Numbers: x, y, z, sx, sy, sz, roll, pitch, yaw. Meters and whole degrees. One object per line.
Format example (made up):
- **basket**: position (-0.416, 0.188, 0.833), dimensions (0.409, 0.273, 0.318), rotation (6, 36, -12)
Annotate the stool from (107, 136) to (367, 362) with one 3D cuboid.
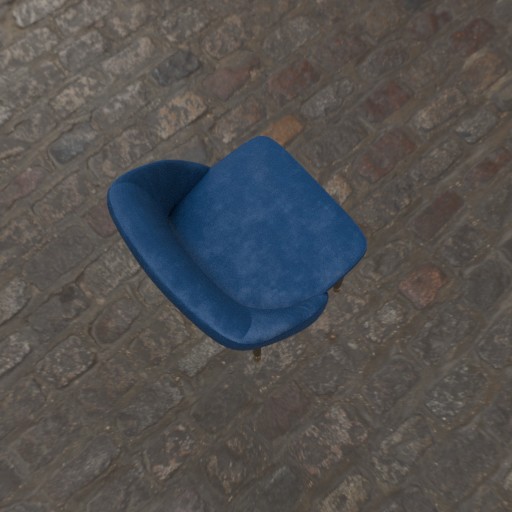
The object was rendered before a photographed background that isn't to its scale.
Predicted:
- **stool**: position (0.000, 0.000, 1.323), dimensions (0.515, 1.016, 0.514), rotation (-40, 79, -9)
